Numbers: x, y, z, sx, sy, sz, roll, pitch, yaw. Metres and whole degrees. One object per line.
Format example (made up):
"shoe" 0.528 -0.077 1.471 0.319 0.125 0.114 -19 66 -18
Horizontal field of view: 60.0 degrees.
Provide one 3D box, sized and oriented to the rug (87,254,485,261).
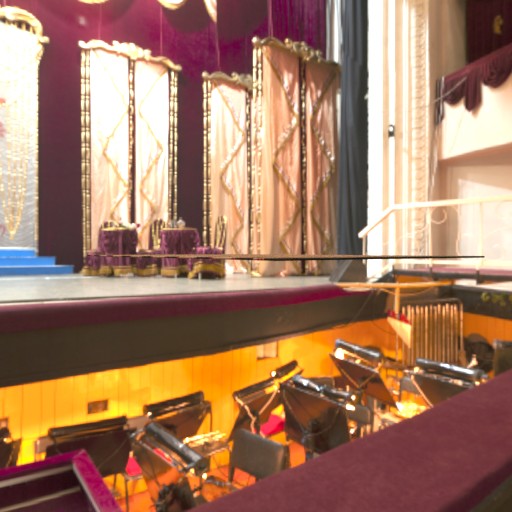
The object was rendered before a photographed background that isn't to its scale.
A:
"rug" 0.000 0.000 2.350 1.221 0.009 1.825 0 1 -37
